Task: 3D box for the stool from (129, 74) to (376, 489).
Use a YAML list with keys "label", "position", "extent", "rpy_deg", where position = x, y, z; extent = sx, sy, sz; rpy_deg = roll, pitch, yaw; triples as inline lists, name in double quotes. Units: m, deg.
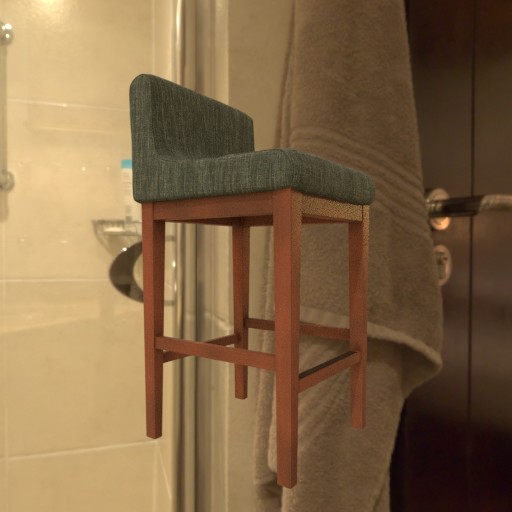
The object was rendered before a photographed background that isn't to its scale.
- label: "stool"
  position: [0.000, 0.000, 1.055]
  extent: [0.459, 0.835, 0.395]
  rpy_deg: [1, 1, 36]
